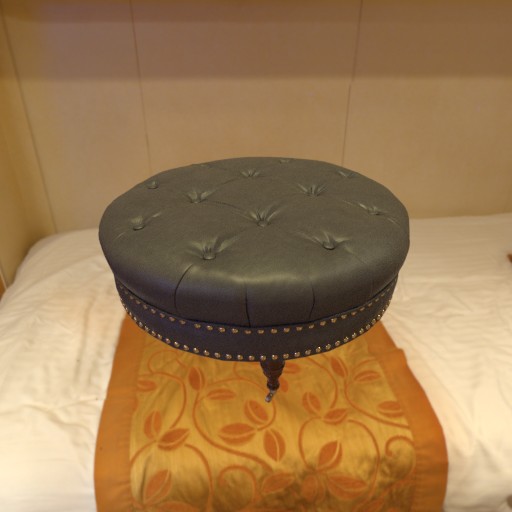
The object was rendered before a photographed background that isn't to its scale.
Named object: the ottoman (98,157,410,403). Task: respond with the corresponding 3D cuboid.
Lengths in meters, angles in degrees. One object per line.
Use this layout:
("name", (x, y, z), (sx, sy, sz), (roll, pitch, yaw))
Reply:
("ottoman", (0.000, 0.000, 1.388), (0.901, 0.439, 0.901), (0, 30, 0))
